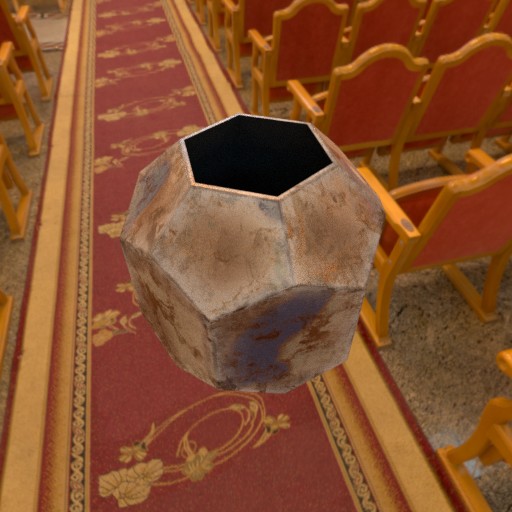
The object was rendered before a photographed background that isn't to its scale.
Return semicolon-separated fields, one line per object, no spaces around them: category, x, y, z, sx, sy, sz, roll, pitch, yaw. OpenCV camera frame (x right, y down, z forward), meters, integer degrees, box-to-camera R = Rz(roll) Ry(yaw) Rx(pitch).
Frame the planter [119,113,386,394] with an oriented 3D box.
planter;0.000;0.000;0.439;0.243;0.238;0.221;-10;46;-10
